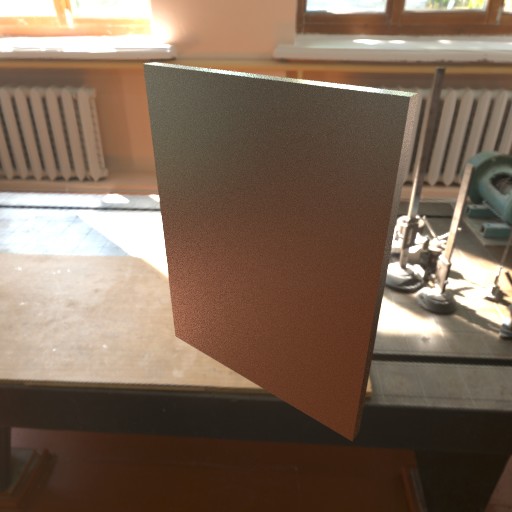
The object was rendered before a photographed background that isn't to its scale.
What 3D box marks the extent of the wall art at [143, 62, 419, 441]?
[{"bbox_3d":[0.000,0.000,0.749,0.444,0.569,0.025,22,37,32],"label":"wall art"}]
